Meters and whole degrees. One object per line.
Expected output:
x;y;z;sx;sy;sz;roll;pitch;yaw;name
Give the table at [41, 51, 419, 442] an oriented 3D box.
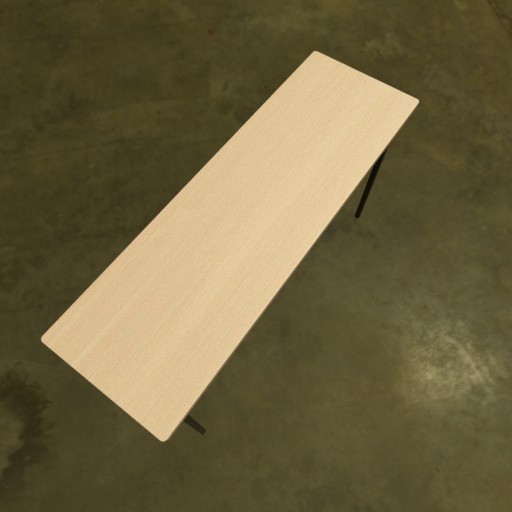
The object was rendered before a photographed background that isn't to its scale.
0.000;0.000;1.732;0.447;0.750;1.397;33;68;15;table
